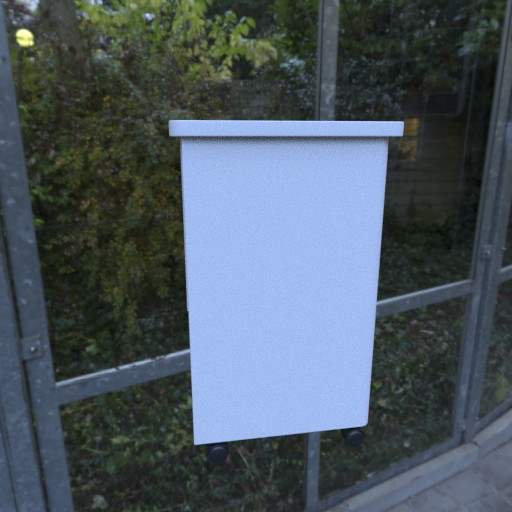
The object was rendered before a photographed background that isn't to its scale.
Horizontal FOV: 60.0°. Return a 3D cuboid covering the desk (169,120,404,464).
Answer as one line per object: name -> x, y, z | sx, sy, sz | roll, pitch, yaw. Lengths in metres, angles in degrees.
desk -> 0.000, 0.000, 1.359 | 0.475, 0.763, 0.877 | -2, 15, -9
